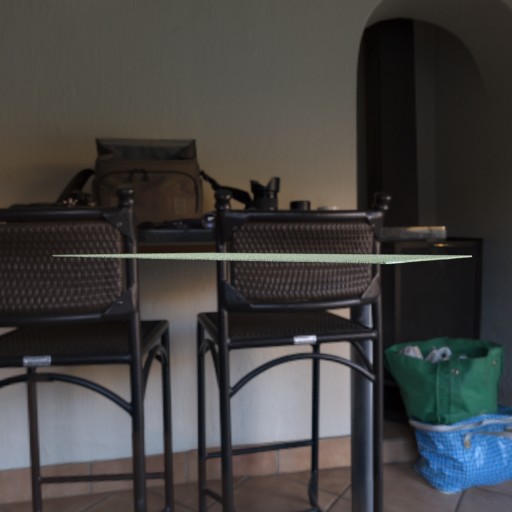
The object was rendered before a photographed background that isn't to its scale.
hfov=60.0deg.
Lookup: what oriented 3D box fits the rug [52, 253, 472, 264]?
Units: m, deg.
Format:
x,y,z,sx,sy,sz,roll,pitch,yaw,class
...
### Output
x,y,z,sx,sy,sz,roll,pitch,yaw,class
0.000,0.000,2.193,1.747,0.006,1.143,1,1,37,rug
